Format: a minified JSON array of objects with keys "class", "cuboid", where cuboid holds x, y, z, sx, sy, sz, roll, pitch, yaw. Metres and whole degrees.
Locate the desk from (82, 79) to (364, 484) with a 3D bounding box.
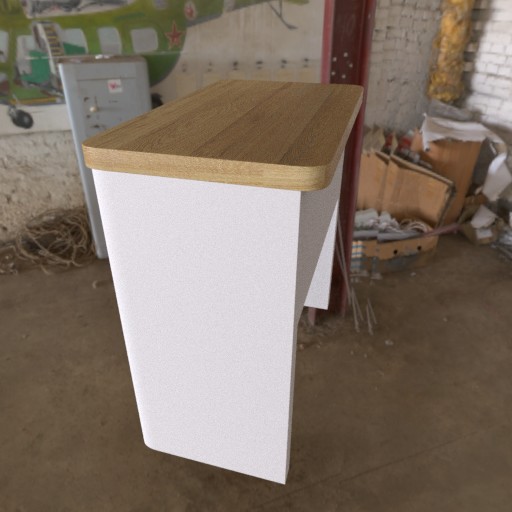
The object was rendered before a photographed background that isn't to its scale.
[{"class":"desk","cuboid":[0.000,0.000,1.219,0.440,0.790,0.760,8,31,14]}]
